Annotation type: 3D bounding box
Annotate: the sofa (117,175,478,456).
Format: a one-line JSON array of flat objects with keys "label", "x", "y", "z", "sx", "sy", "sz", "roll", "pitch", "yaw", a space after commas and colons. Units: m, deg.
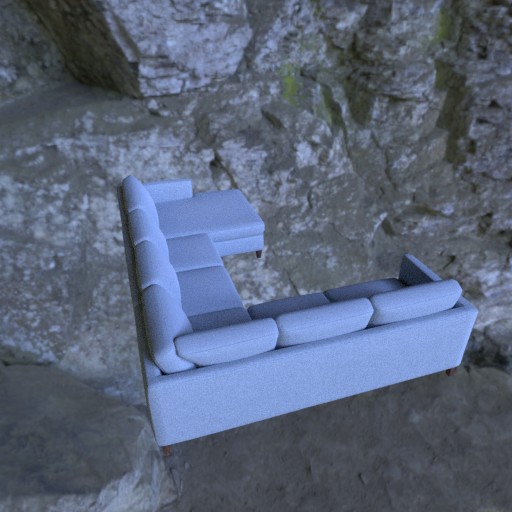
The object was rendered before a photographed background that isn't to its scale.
[{"label": "sofa", "x": 0.000, "y": 0.000, "z": 4.550, "sx": 2.551, "sy": 0.889, "sz": 3.403, "roll": -10, "pitch": 33, "yaw": -15}]
